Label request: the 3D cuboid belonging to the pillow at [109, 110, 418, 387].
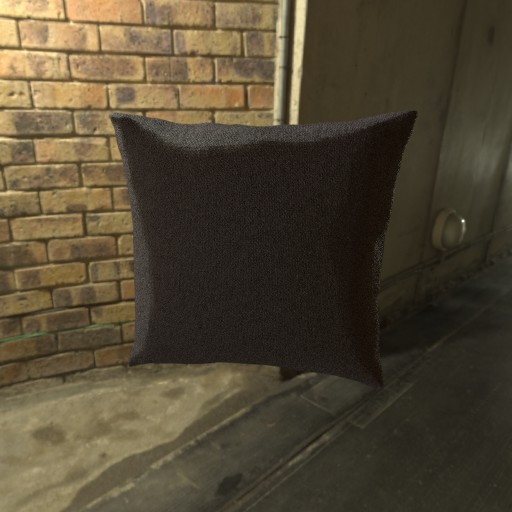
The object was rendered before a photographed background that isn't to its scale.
[{"bbox_3d":[0.000,0.000,0.704,0.452,0.439,0.204,2,17,7],"label":"pillow"}]
